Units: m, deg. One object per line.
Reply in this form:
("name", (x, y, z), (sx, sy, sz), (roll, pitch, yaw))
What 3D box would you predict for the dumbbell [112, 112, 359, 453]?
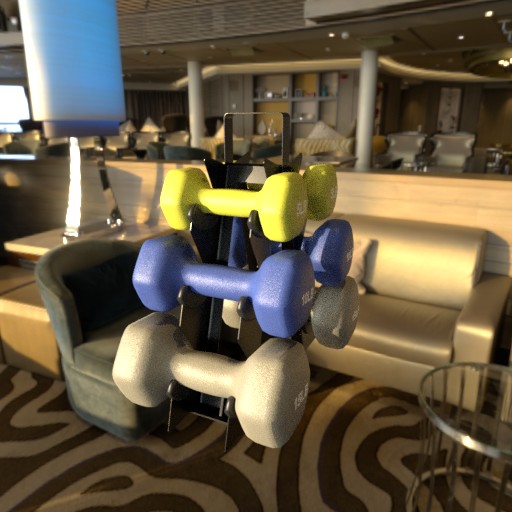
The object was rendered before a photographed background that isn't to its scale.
("dumbbell", (0.000, 0.000, 0.692), (0.261, 0.426, 0.416), (8, 18, 25))
